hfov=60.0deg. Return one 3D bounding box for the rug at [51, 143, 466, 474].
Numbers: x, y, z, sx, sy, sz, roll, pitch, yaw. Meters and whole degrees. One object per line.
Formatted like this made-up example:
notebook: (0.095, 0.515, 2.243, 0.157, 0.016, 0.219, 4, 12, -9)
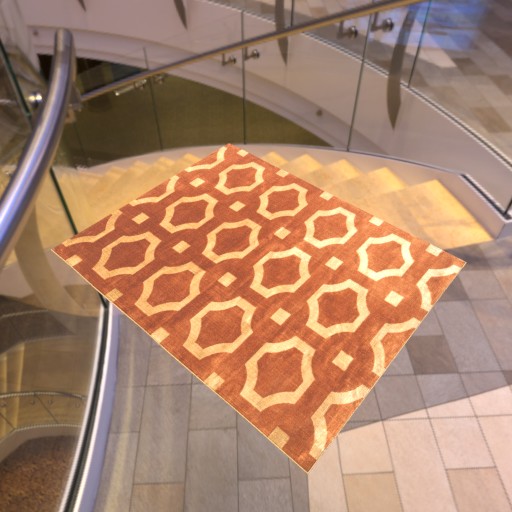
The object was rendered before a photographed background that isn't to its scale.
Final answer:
rug: (0.000, 0.000, 4.173, 3.049, 0.021, 2.466, 32, 54, 27)
